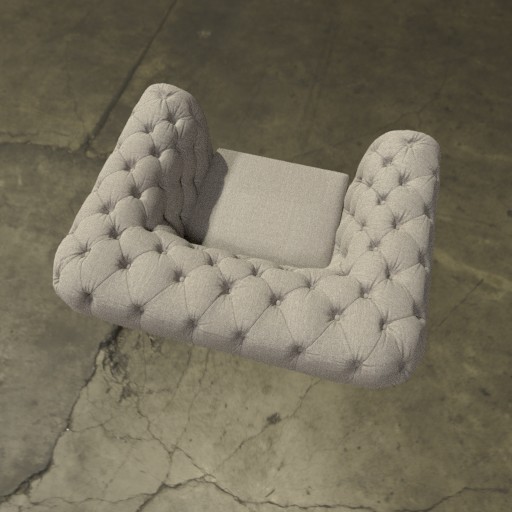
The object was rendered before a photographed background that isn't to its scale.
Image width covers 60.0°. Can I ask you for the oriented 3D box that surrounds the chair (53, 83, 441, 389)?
[{"bbox_3d":[0.000,0.000,1.836,1.270,0.770,0.976,13,62,7],"label":"chair"}]
